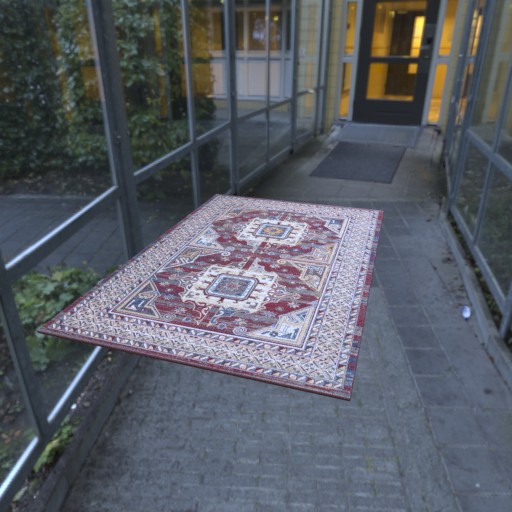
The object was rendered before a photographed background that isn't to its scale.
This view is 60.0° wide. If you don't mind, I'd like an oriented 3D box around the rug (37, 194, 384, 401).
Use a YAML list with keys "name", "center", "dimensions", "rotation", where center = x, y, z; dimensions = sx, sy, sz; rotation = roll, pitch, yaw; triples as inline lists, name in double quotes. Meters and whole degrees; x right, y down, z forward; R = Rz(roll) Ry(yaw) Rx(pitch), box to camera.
- name: "rug"
  center: [0.000, 0.000, 5.883]
  dimensions: [3.033, 0.033, 4.578]
  rotation: [8, 27, 16]
